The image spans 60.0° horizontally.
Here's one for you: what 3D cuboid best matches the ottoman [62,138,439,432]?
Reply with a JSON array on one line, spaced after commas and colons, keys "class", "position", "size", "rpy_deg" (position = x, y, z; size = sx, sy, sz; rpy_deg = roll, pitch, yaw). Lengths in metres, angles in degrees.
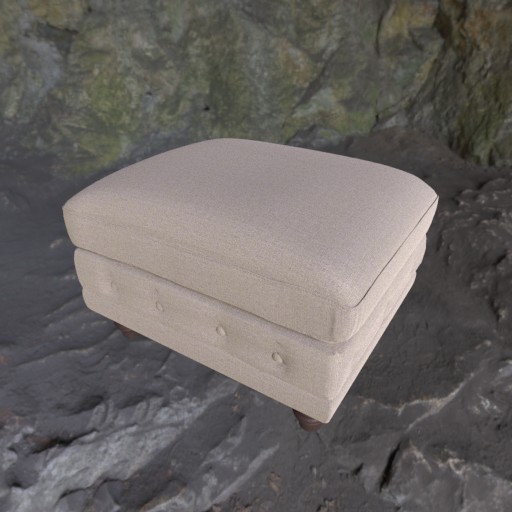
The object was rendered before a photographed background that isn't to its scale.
[{"class": "ottoman", "position": [0.000, 0.000, 1.059], "size": [0.684, 0.463, 0.541], "rpy_deg": [18, 34, 29]}]
